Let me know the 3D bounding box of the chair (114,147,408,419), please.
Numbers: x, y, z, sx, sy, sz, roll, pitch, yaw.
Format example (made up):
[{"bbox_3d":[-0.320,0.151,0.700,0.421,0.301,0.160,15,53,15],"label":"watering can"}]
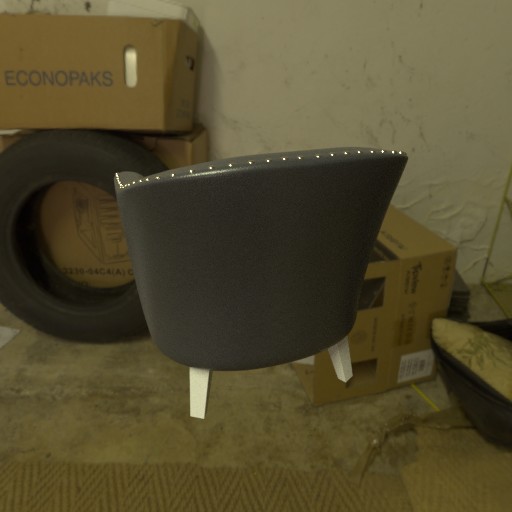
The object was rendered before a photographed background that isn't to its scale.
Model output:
[{"bbox_3d":[0.000,0.000,1.427,0.794,0.823,0.748,-9,28,-17],"label":"chair"}]
